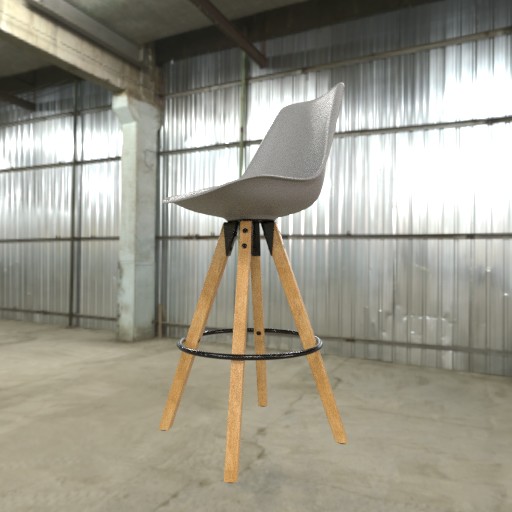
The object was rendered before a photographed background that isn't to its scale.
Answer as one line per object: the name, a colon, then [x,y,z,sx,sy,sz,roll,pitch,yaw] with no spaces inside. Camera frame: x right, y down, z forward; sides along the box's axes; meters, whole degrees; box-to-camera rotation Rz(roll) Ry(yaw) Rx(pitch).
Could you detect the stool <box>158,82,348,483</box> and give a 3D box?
stool: [0.000,0.000,1.387,0.550,1.115,0.485,0,0,-35]
